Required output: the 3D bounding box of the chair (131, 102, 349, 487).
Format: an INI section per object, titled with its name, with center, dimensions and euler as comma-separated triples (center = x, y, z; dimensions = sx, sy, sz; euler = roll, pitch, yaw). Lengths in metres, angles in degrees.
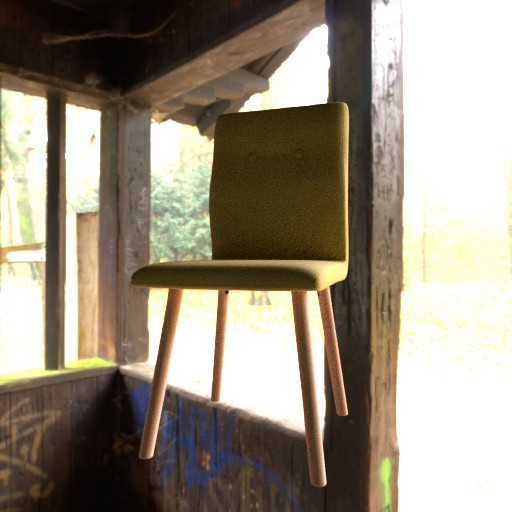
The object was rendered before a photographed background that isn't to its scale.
[chair]
center = 0.000, 0.000, 1.212
dimensions = 0.450, 0.965, 0.550
euler = 0, 0, 18
